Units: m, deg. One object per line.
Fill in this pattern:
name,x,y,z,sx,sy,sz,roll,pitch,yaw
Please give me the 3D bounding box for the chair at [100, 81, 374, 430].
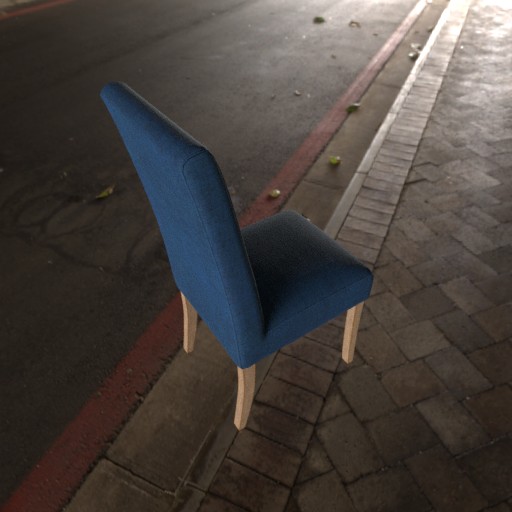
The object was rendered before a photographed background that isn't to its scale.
chair,0.000,0.000,1.350,0.610,1.029,0.450,-23,45,-25
